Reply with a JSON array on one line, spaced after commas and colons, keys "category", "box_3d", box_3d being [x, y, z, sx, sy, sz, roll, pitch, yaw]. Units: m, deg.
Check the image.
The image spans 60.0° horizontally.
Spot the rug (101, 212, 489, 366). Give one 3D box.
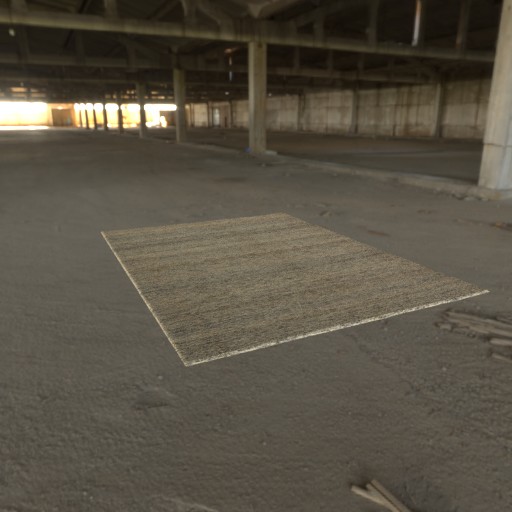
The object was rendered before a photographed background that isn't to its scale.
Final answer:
[{"category": "rug", "box_3d": [0.000, 0.000, 4.256, 2.414, 0.036, 3.199, -8, 19, -25]}]
